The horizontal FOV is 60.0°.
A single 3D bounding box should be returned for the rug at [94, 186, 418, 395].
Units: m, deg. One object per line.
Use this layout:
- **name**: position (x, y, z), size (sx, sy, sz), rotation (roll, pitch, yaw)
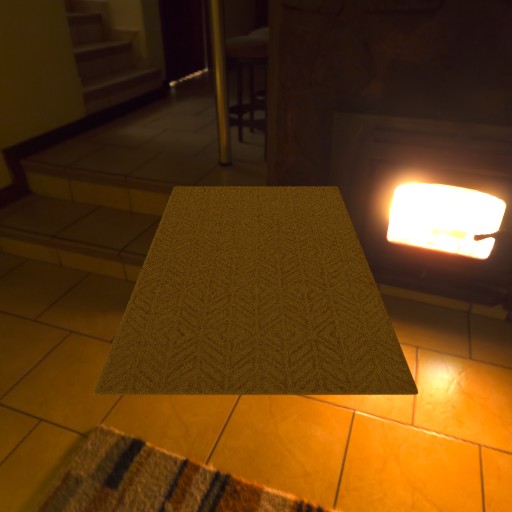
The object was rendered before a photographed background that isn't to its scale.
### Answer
- **rug**: position (0.000, 0.000, 3.096), size (1.523, 0.008, 2.438), rotation (0, 32, 0)
